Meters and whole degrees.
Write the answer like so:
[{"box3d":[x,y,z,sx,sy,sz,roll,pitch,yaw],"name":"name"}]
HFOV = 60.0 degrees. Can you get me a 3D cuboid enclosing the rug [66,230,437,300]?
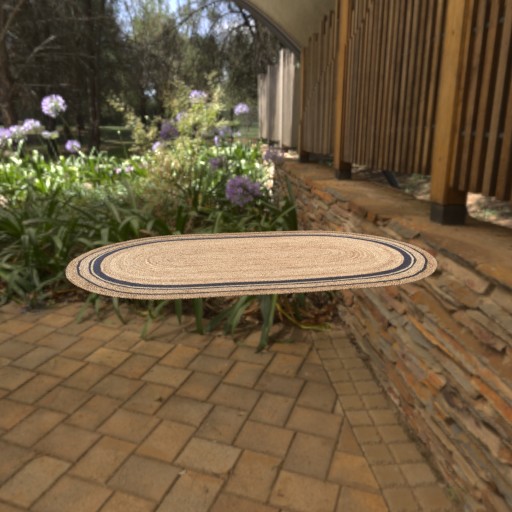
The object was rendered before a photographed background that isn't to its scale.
[{"box3d":[0.000,0.000,3.034,2.432,0.006,1.520,-2,15,-9],"name":"rug"}]
